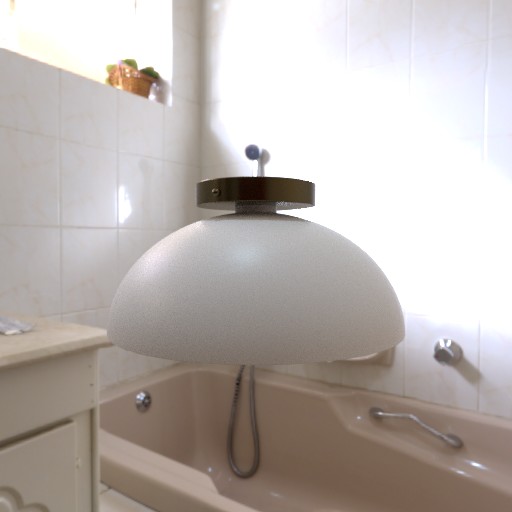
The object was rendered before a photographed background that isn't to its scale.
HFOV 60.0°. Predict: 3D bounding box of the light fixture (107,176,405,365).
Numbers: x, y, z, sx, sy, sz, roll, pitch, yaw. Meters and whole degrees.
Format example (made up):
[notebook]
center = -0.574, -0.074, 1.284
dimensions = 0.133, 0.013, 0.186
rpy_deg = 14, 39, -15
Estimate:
[light fixture]
center = 0.000, 0.000, 0.553
dimensions = 0.355, 0.177, 0.355
rpy_deg = 0, 2, 0
